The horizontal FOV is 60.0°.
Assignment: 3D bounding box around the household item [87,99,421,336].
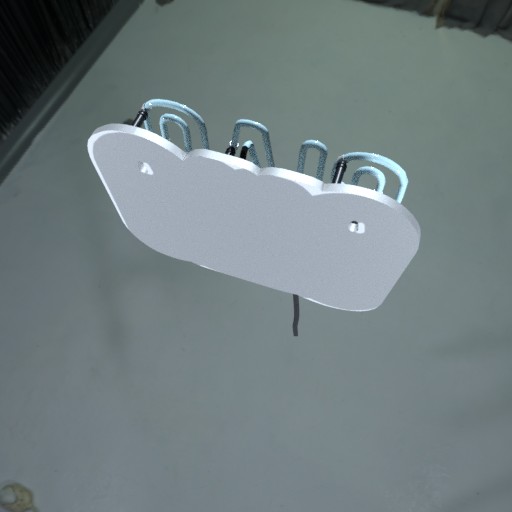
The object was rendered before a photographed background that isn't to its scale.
[{"bbox_3d":[0.000,0.000,0.378,0.211,0.294,0.042,17,64,8],"label":"household item"}]
